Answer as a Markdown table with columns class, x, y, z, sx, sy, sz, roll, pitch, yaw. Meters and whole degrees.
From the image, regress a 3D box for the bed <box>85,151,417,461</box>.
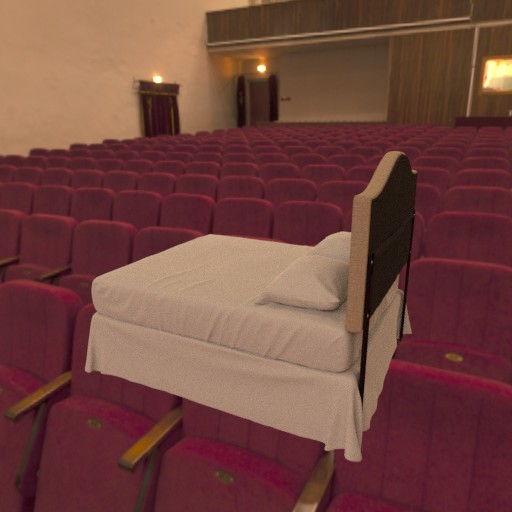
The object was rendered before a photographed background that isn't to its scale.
| class | x | y | z | sx | sy | sz | roll | pitch | yaw |
| --- | --- | --- | --- | --- | --- | --- | --- | --- | --- |
| bed | 0.000 | 0.000 | 3.468 | 2.221 | 1.645 | 1.876 | 8 | 18 | 26 |
